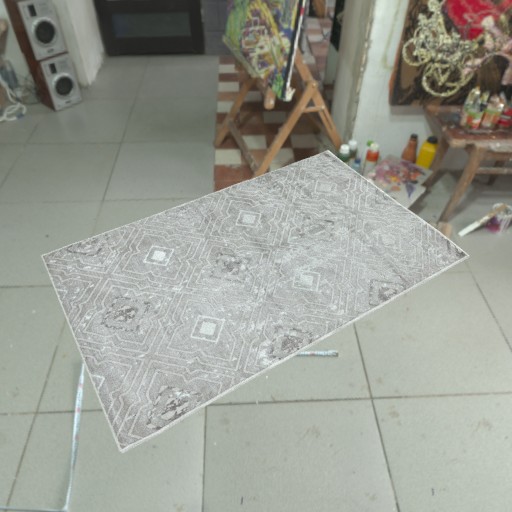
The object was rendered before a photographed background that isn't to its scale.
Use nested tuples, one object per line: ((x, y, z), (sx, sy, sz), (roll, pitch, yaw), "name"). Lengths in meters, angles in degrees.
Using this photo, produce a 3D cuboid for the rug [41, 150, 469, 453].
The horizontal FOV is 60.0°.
((0.000, 0.000, 2.974), (2.447, 0.036, 1.537), (-24, 50, -22), "rug")
